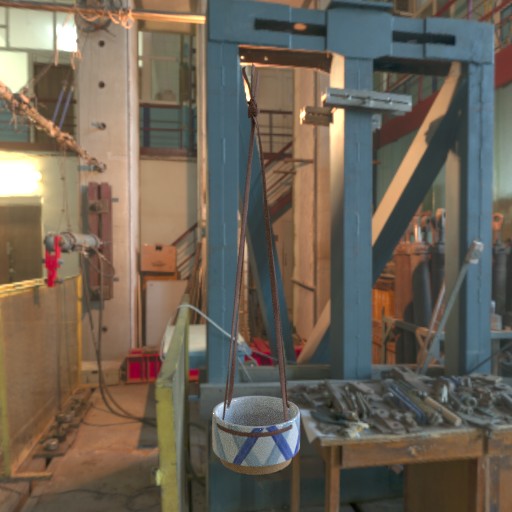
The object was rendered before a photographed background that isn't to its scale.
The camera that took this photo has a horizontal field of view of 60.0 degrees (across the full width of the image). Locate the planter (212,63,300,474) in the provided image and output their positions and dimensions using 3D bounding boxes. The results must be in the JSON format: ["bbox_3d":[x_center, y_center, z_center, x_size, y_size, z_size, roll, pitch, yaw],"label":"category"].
[{"bbox_3d":[0.000,0.000,0.822,0.166,0.751,0.166,1,1,36],"label":"planter"}]
